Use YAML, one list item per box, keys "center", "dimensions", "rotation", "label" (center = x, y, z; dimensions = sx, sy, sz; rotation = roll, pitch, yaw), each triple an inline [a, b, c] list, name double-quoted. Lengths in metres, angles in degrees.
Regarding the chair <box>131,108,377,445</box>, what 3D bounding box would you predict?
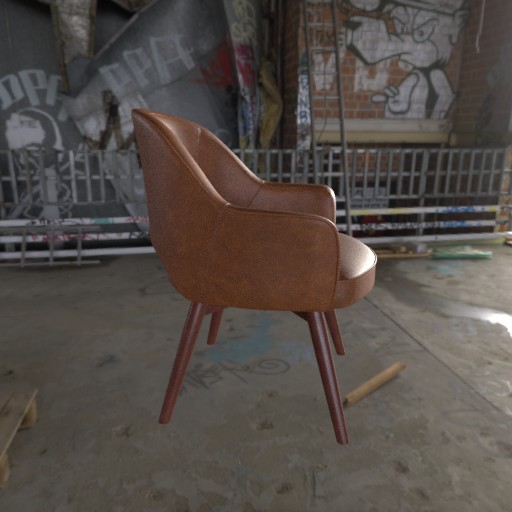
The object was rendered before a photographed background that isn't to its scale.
- center: [0.000, 0.000, 1.220]
  dimensions: [0.640, 0.777, 0.591]
  rotation: [3, 16, 10]
  label: "chair"
